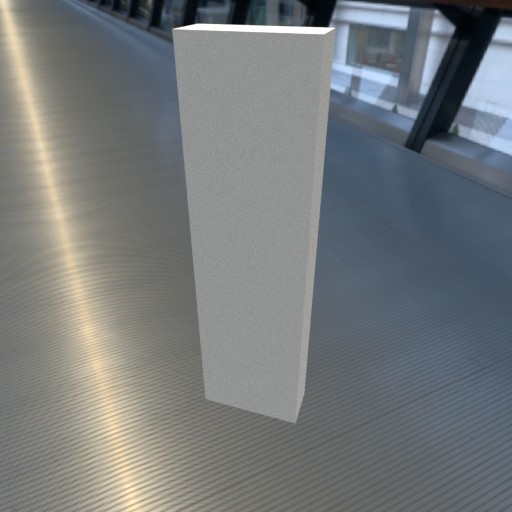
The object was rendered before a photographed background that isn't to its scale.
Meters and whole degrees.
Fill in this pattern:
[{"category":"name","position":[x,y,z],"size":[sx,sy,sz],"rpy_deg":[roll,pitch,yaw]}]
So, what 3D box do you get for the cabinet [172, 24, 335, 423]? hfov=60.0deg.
[{"category":"cabinet","position":[0.000,0.000,1.951],"size":[0.500,1.790,0.230],"rpy_deg":[10,33,15]}]
